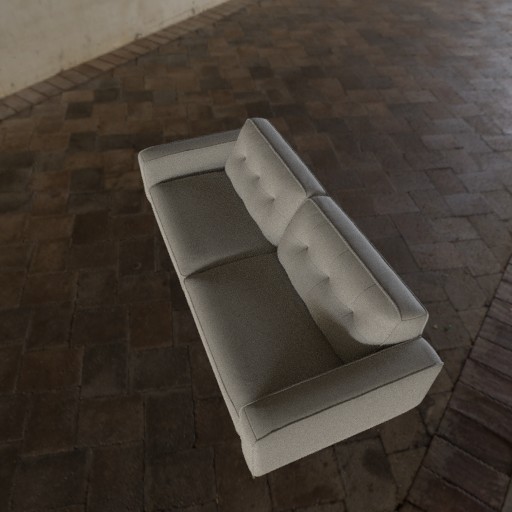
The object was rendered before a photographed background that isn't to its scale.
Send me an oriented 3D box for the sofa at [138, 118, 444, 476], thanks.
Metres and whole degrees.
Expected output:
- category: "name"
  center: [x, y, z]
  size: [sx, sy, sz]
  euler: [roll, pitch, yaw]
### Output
- category: "sofa"
  center: [0.000, 0.000, 2.713]
  size: [0.956, 0.781, 2.270]
  euler: [-16, 49, -15]
